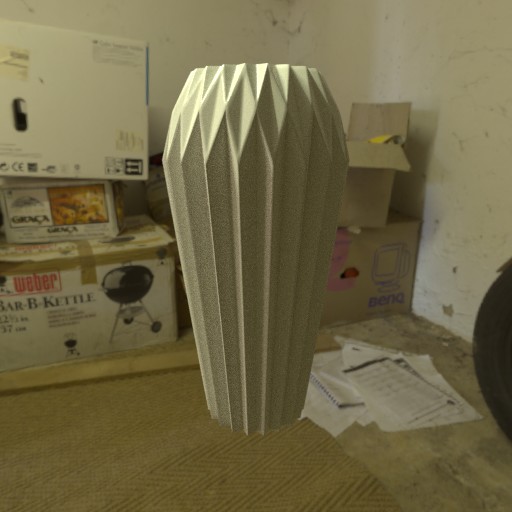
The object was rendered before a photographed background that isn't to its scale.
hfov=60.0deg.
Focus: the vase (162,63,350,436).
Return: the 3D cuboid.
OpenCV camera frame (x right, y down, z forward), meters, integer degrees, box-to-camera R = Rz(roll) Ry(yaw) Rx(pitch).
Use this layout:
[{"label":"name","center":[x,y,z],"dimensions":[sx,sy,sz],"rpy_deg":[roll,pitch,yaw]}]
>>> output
[{"label":"vase","center":[0.000,0.000,0.341],"dimensions":[0.133,0.263,0.133],"rpy_deg":[0,16,0]}]
